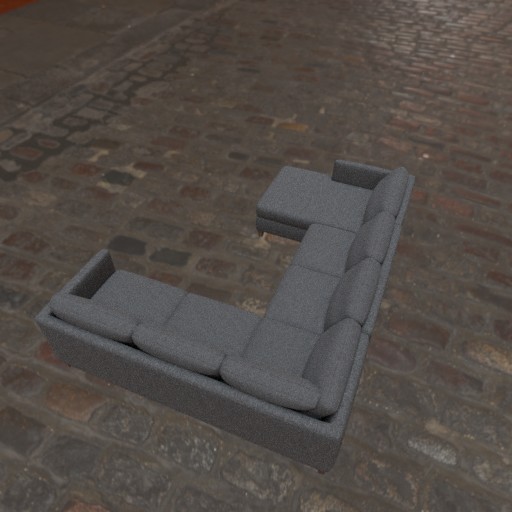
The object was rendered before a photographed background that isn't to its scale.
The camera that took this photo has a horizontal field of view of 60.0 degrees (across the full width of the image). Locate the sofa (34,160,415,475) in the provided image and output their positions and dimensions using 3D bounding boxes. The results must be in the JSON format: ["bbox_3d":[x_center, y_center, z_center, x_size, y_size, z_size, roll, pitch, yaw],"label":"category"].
[{"bbox_3d":[0.000,0.000,4.412,2.551,0.853,3.238,16,47,16],"label":"sofa"}]
